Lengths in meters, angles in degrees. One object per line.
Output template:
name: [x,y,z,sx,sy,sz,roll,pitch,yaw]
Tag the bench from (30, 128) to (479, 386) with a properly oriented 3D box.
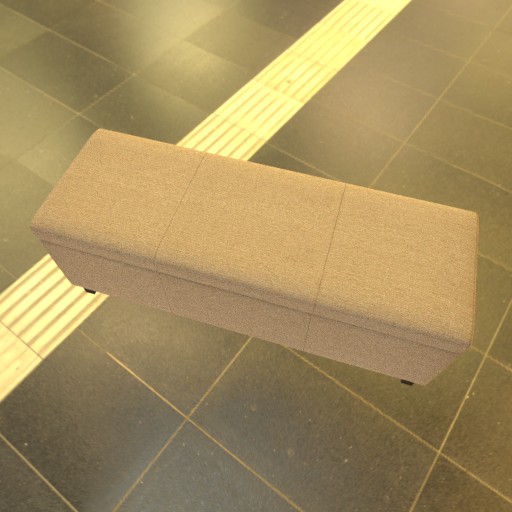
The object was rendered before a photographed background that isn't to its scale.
bench: [0.000,0.000,1.463,1.269,0.438,0.446,14,59,9]
